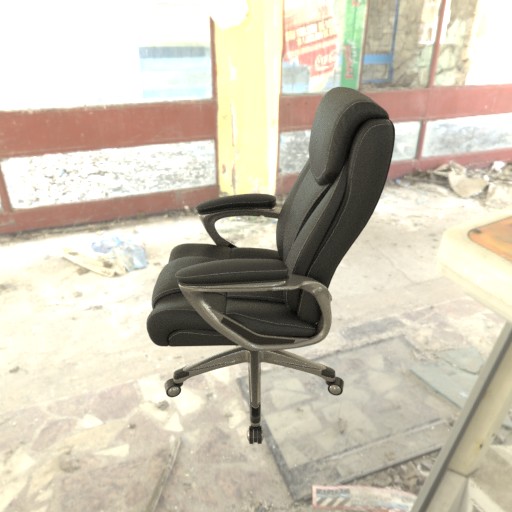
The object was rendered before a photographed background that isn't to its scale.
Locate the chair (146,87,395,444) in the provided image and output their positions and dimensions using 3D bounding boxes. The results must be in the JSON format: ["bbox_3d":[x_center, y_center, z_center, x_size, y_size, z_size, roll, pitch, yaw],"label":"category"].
[{"bbox_3d":[0.000,0.000,1.660,0.784,1.167,0.741,0,27,-1],"label":"chair"}]
